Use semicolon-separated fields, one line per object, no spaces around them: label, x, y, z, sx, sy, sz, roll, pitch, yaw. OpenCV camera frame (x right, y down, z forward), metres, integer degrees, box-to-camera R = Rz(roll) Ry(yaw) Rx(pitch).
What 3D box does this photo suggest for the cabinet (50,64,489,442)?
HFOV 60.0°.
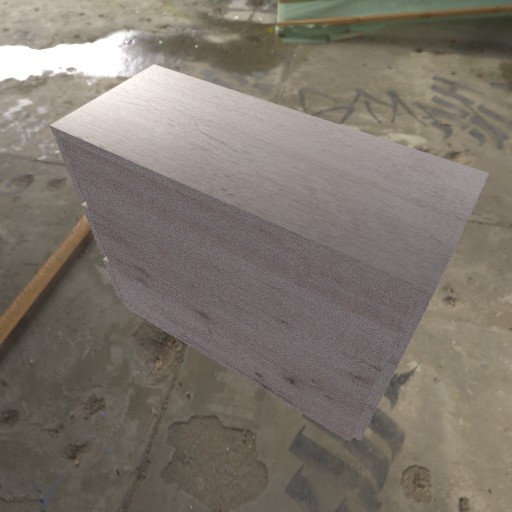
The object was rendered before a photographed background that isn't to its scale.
cabinet;0.000;0.000;1.421;1.040;0.820;0.420;25;53;21
